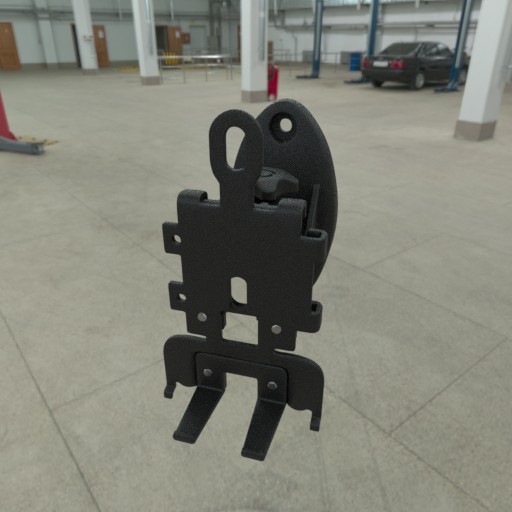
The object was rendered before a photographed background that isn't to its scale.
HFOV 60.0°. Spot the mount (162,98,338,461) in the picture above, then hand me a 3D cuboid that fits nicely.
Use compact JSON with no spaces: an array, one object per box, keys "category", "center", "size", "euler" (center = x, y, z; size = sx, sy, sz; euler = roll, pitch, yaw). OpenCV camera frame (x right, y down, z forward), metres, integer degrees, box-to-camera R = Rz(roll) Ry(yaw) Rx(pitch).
[{"category":"mount","center":[0.000,0.000,0.177],"size":[0.066,0.118,0.100],"euler":[7,27,14]}]
